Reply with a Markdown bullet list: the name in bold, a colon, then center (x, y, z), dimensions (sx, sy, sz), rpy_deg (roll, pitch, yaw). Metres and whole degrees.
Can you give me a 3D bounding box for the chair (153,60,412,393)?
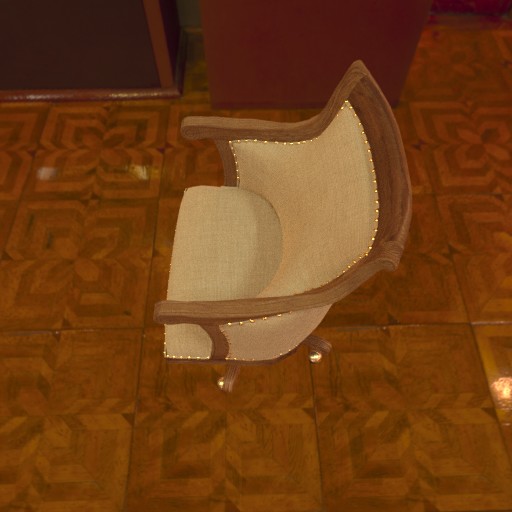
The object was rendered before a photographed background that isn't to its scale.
- **chair**: center (0.000, 0.000, 1.395), dimensions (0.689, 0.965, 0.656), rpy_deg (1, 59, 0)
